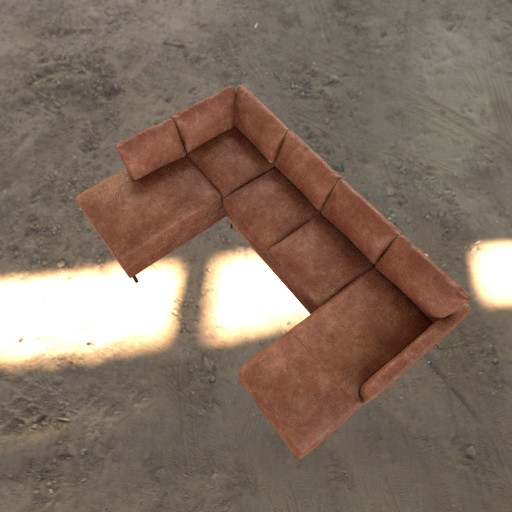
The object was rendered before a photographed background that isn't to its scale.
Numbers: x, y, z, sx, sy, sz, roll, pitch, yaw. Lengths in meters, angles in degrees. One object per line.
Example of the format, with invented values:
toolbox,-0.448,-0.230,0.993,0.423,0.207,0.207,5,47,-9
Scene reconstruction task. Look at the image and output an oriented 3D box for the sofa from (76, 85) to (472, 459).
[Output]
sofa,0.000,0.000,3.831,1.939,0.900,2.956,-34,67,-17
